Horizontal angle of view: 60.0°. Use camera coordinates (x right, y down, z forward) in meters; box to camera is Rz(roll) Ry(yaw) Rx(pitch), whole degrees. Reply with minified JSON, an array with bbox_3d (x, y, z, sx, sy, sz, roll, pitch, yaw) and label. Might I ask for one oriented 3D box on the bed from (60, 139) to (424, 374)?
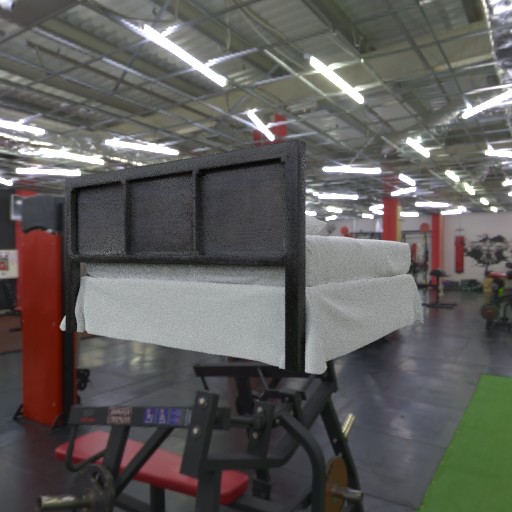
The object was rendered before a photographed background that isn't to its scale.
[{"bbox_3d":[0.000,0.000,3.618,2.255,1.158,2.165,0,0,35],"label":"bed"}]
